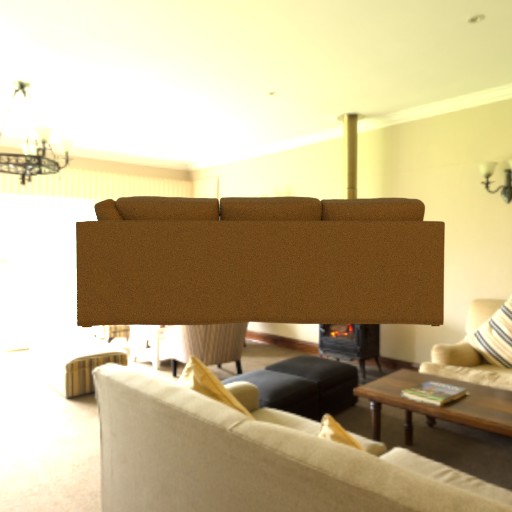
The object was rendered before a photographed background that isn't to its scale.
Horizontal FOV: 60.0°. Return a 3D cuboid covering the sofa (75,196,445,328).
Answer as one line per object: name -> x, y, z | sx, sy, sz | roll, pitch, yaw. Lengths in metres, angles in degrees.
sofa -> 0.000, 0.000, 4.605 | 2.427, 0.882, 3.460 | 0, 1, -1
